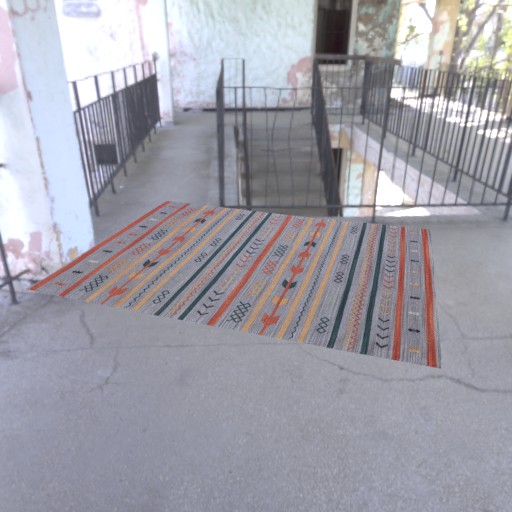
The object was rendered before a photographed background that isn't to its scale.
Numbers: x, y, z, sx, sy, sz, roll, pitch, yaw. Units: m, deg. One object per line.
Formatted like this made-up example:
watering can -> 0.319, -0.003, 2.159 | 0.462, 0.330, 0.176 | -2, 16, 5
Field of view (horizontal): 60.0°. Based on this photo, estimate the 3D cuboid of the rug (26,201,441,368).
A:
rug -> 0.000, 0.000, 3.980 | 3.029, 0.022, 2.263 | 8, 27, 16
